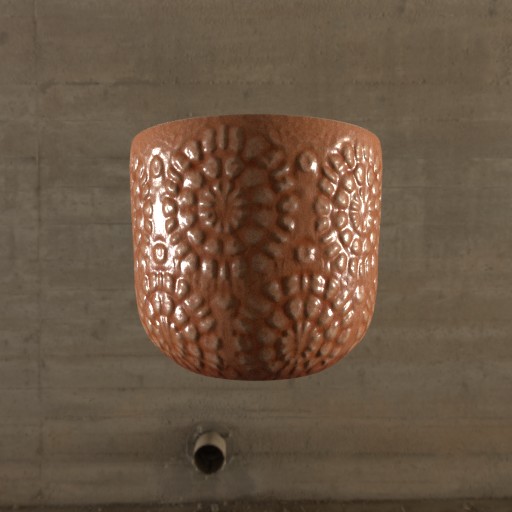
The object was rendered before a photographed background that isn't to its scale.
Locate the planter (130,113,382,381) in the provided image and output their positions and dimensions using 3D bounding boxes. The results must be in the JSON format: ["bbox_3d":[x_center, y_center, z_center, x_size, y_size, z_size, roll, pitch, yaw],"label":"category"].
[{"bbox_3d":[0.000,0.000,0.227,0.124,0.109,0.124,0,1,0],"label":"planter"}]
